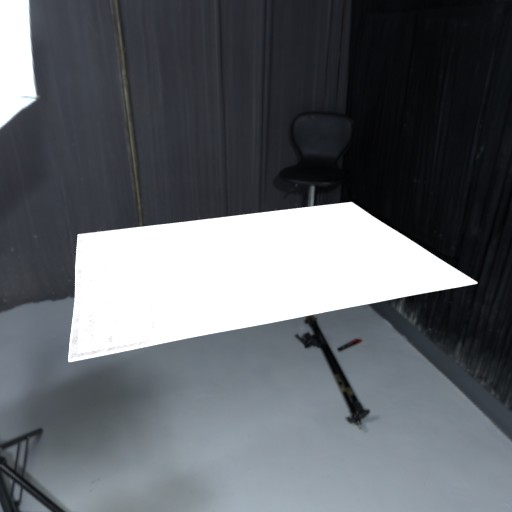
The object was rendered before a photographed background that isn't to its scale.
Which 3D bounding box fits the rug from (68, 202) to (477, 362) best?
[{"bbox_3d":[0.000,0.000,3.565,2.746,0.018,1.819,-8,27,-16],"label":"rug"}]
